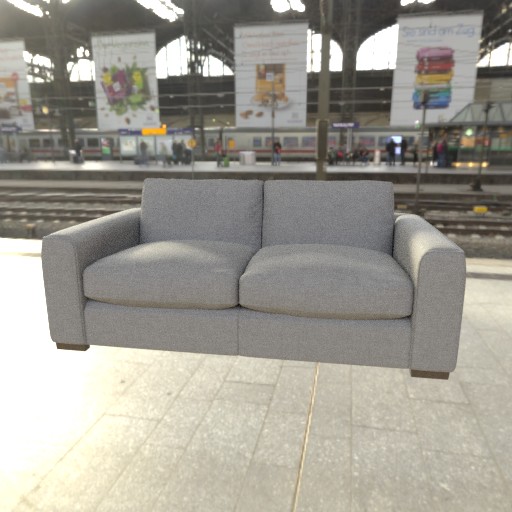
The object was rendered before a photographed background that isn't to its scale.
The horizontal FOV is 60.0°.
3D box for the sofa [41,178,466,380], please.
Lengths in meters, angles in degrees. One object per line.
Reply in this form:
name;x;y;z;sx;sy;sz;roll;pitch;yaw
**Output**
sofa;0.000;0.000;2.443;1.920;0.800;1.069;2;14;9
